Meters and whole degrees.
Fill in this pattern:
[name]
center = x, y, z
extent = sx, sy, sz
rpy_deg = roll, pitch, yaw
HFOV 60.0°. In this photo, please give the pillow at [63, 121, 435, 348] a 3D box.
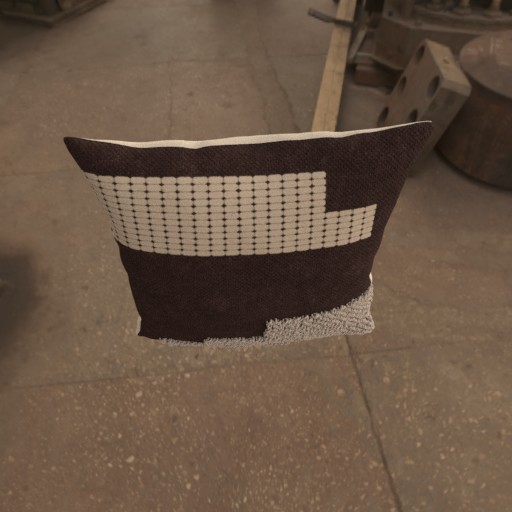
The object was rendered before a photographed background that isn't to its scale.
[pillow]
center = 0.000, 0.000, 0.725
extent = 0.475, 0.473, 0.178
rpy_deg = -3, 46, -3
